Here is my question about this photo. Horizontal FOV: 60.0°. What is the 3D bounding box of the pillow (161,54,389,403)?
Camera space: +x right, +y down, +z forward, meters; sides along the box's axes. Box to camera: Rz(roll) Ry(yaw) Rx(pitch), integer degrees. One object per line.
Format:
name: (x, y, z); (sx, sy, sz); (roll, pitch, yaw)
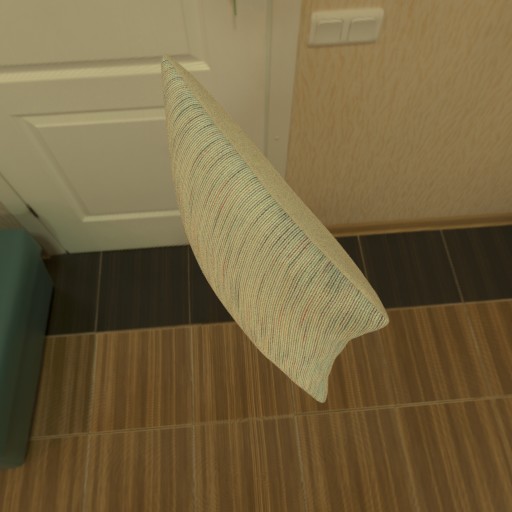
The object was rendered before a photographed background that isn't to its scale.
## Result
pillow: (0.000, 0.000, 0.791); (0.178, 0.506, 0.512); (-31, 67, -14)
